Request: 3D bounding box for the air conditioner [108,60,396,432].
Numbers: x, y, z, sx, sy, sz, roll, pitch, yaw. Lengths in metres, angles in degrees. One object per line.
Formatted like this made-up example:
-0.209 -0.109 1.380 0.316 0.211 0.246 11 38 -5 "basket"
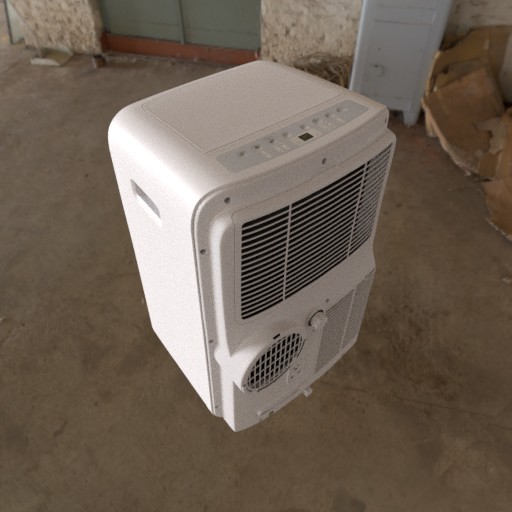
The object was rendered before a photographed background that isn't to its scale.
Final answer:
0.000 0.000 1.054 0.478 0.765 0.467 -31 54 -26 "air conditioner"
